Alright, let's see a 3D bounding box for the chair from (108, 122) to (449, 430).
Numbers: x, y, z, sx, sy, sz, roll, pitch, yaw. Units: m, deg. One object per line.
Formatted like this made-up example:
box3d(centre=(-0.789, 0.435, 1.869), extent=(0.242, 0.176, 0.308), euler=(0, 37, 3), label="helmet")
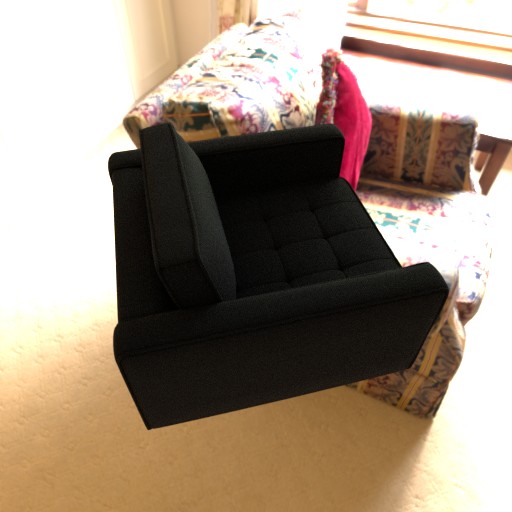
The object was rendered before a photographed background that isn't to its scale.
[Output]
box3d(centre=(0.000, 0.000, 1.564), extent=(0.920, 0.770, 0.899), euler=(-10, 48, -9), label="chair")
